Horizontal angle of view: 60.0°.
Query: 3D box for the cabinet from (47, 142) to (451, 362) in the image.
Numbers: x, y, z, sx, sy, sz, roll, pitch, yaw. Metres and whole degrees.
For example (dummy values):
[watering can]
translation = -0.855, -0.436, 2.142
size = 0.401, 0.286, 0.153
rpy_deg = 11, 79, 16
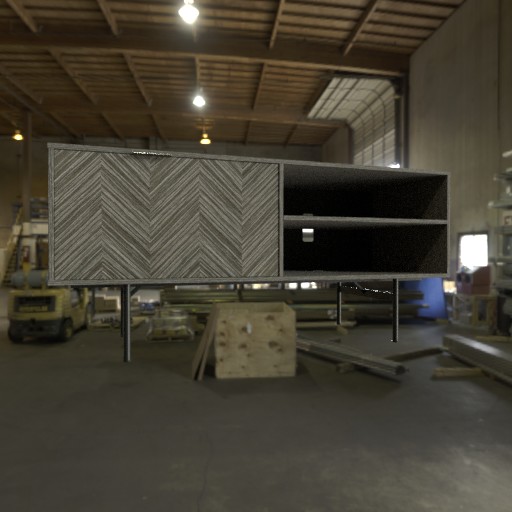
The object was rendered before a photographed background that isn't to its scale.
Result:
[cabinet]
translation = 0.000, 0.000, 1.580
size = 1.300, 0.599, 0.500
rpy_deg = 0, 0, -18
